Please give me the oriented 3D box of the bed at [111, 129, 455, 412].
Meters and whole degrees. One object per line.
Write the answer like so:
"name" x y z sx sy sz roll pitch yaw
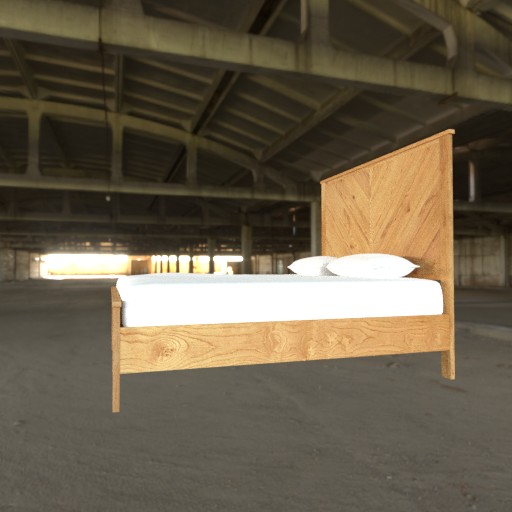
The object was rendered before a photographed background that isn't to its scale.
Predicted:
"bed" 0.000 0.000 3.563 2.201 1.686 1.936 0 -2 -18
